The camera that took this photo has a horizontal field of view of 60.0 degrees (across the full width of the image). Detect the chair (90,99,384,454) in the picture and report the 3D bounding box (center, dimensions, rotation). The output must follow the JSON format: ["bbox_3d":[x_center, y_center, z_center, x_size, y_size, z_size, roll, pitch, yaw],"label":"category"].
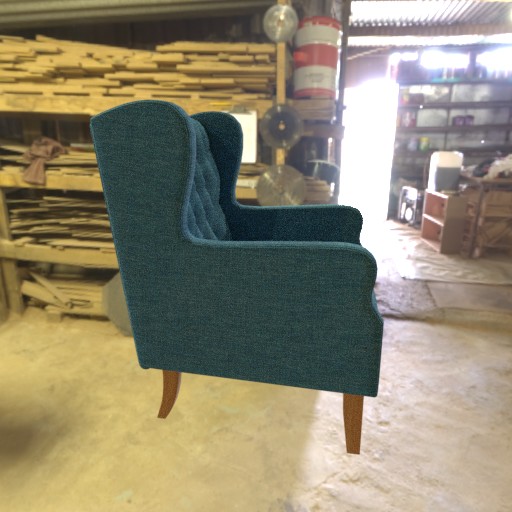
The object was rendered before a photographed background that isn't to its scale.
[{"bbox_3d":[0.000,0.000,1.481,0.775,0.952,0.711,3,16,10],"label":"chair"}]
